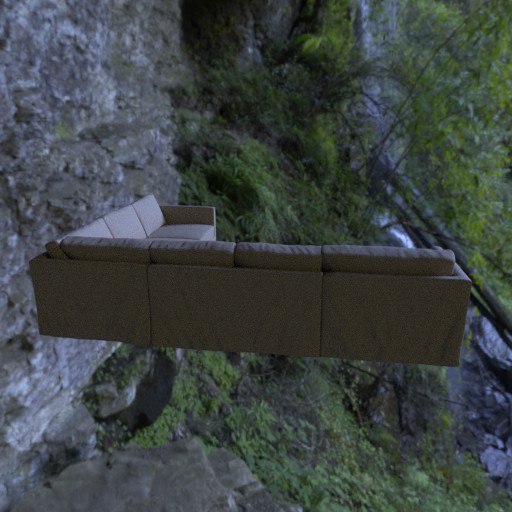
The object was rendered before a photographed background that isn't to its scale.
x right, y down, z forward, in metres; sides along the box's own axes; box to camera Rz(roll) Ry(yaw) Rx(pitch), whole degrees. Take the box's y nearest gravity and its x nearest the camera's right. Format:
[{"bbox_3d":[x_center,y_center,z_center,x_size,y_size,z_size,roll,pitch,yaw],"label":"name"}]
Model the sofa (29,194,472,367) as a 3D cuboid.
[{"bbox_3d":[0.000,0.000,4.613,3.528,0.878,2.476,2,18,8],"label":"sofa"}]
